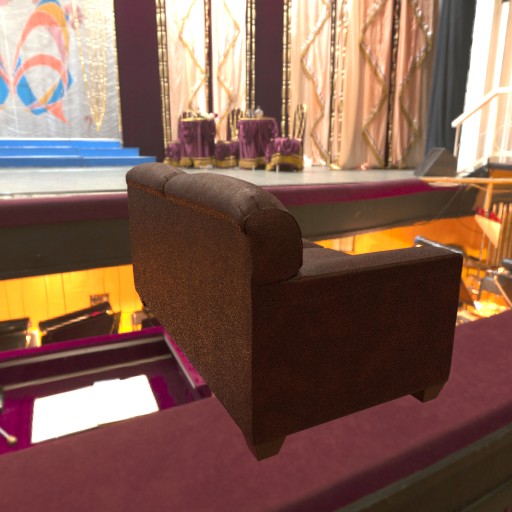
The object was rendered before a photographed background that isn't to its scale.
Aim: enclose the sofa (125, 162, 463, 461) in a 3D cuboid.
[{"bbox_3d":[0.000,0.000,2.381,1.000,0.966,1.856,-7,16,-26],"label":"sofa"}]
